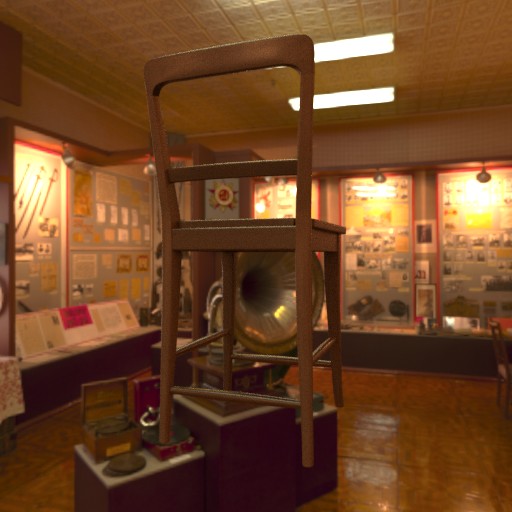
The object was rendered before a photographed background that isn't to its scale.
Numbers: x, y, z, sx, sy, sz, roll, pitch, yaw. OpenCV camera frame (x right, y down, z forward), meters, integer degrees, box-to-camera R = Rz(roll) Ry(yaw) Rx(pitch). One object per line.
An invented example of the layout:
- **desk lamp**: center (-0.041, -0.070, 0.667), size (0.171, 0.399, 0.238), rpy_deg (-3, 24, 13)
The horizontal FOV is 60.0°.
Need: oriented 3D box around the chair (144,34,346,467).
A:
- **chair**: center (0.000, 0.000, 1.282), size (0.450, 0.991, 0.546), rpy_deg (0, 0, 20)
